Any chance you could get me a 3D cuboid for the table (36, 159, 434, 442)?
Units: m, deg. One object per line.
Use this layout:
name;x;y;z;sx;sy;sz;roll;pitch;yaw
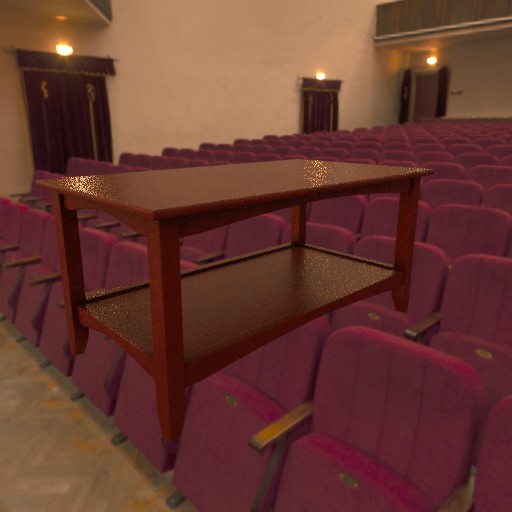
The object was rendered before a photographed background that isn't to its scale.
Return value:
table;0.000;0.000;1.245;0.943;0.456;0.533;-15;22;-41
